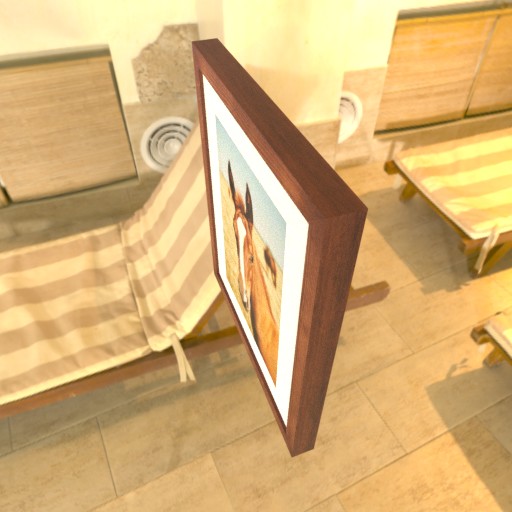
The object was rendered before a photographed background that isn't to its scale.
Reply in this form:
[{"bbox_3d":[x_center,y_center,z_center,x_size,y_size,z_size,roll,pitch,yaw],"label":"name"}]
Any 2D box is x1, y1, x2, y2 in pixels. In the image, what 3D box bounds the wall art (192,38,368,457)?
[{"bbox_3d":[0.000,0.000,0.524,0.030,0.381,0.330,-15,47,-14],"label":"wall art"}]
